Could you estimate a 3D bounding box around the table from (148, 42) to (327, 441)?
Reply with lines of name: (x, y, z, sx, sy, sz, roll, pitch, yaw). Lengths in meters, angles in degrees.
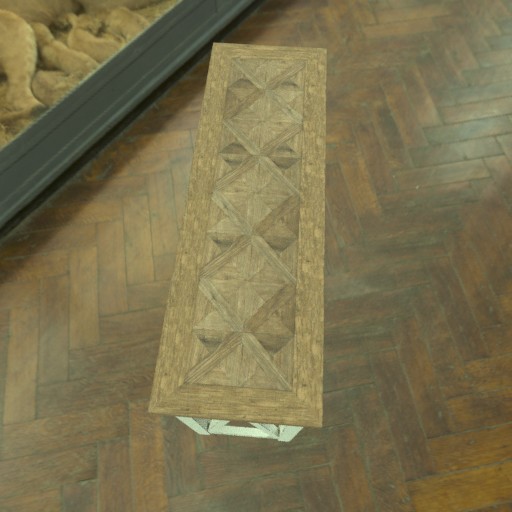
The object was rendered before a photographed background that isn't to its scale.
table: (0.000, 0.000, 1.858, 0.450, 0.930, 1.400, 4, 64, 2)
